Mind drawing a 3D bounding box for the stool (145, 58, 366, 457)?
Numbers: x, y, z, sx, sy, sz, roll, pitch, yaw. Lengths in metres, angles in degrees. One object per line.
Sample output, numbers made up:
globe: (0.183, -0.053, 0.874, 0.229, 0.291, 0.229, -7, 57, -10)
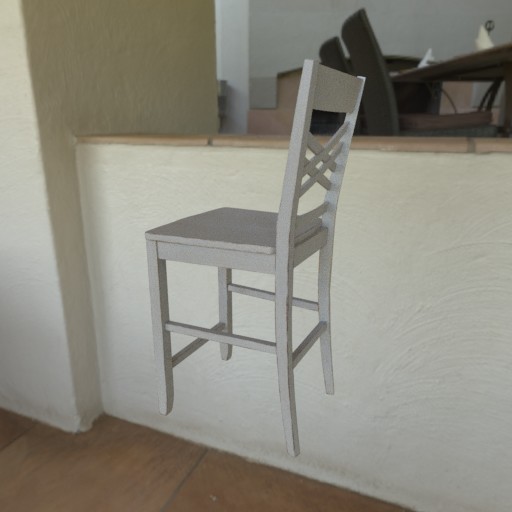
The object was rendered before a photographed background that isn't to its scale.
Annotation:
stool: (0.000, 0.000, 1.409, 0.539, 1.079, 0.462, 8, 19, 26)
